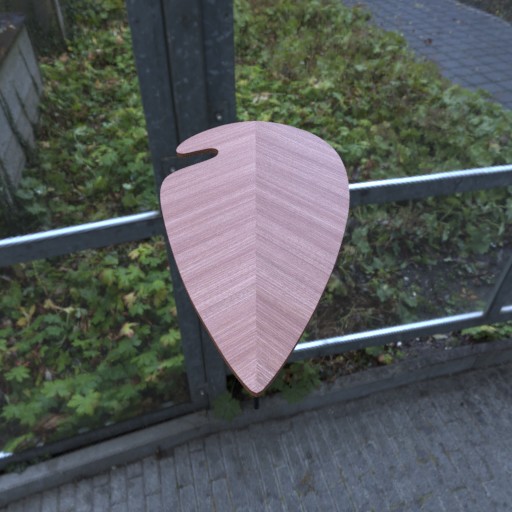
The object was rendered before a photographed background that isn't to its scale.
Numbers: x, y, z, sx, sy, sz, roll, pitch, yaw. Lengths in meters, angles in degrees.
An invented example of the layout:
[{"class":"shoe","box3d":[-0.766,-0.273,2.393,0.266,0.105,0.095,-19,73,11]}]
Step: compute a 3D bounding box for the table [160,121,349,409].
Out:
[{"class":"table","box3d":[0.000,0.000,1.426,0.598,0.360,1.199,0,42,0]}]
